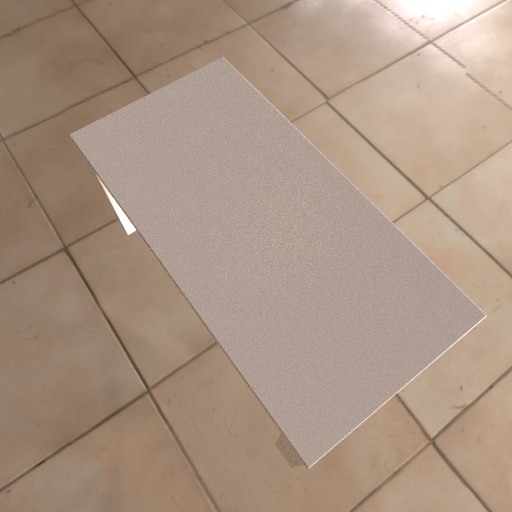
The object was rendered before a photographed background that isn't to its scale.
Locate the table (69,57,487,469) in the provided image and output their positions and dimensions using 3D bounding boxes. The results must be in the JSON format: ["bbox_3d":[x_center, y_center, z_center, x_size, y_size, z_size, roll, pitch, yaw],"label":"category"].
[{"bbox_3d":[0.000,0.000,2.276,0.900,0.790,1.800,-34,68,-15],"label":"table"}]
